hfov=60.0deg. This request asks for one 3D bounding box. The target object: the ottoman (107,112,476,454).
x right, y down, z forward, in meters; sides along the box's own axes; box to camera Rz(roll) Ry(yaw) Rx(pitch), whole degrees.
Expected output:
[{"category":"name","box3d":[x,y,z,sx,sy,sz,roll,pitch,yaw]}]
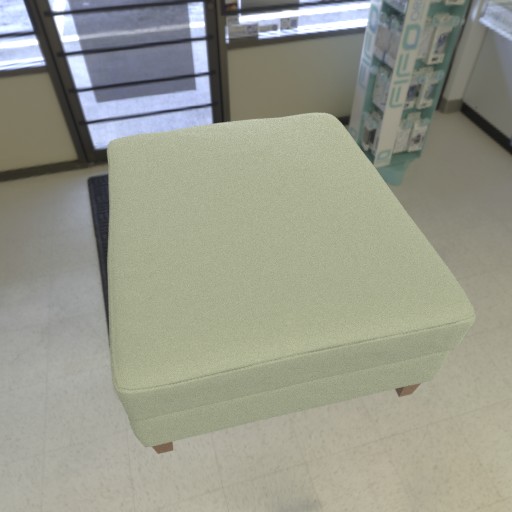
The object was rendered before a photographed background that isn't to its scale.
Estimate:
[{"category":"ottoman","box3d":[0.000,0.000,1.411,0.842,0.494,0.991,-10,47,-9]}]
